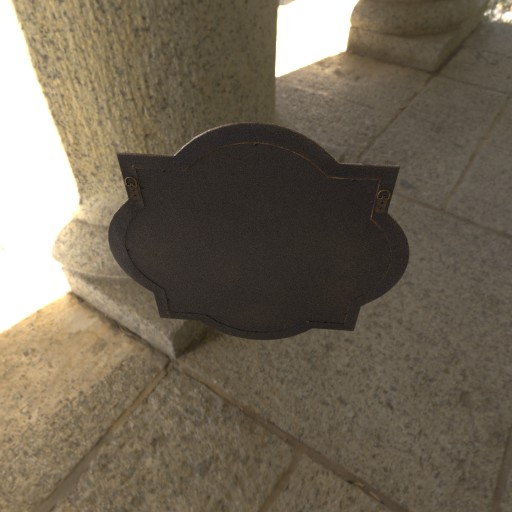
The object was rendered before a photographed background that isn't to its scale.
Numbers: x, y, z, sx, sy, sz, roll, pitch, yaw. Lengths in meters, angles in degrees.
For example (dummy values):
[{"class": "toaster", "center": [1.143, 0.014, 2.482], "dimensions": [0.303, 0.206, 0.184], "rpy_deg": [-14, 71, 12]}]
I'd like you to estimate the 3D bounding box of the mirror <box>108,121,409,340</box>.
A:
[{"class": "mirror", "center": [0.000, 0.000, 1.053], "dimensions": [0.686, 0.686, 0.019], "rpy_deg": [3, 47, 3]}]
